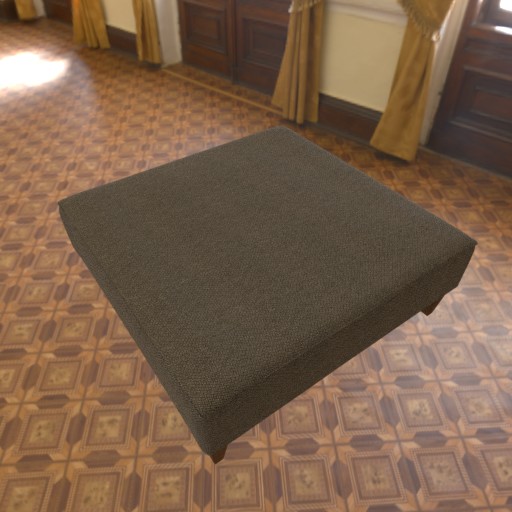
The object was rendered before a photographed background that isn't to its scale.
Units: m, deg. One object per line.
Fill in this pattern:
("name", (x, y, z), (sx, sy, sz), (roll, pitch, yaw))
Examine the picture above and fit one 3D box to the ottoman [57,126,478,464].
("ottoman", (0.000, 0.000, 1.513), (0.981, 0.378, 0.970), (-26, 48, -26))
